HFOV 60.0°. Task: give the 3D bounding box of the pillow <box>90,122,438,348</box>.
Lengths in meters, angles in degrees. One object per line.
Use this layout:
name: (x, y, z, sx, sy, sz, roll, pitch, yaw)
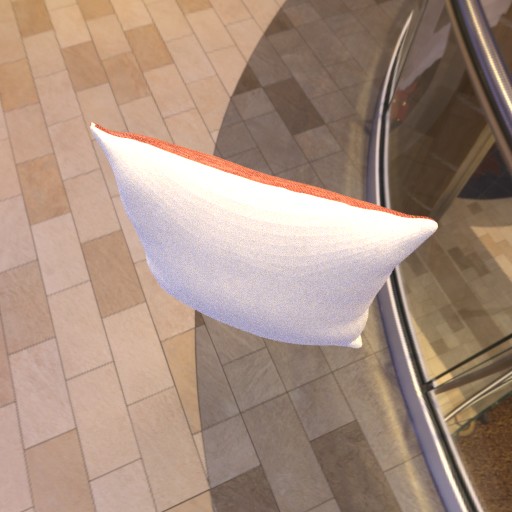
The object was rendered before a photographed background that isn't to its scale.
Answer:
pillow: (0.000, 0.000, 0.701, 0.440, 0.441, 0.182, 18, 64, 9)
